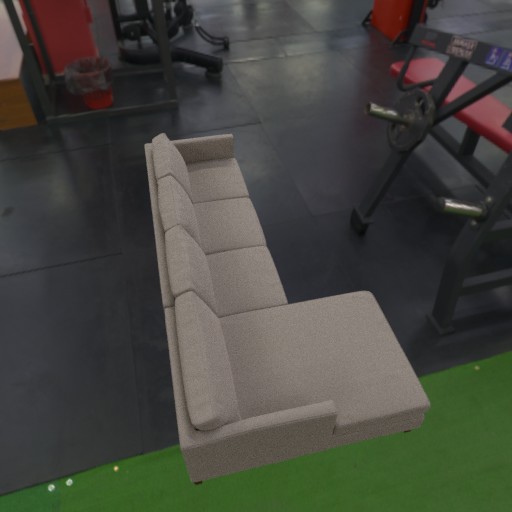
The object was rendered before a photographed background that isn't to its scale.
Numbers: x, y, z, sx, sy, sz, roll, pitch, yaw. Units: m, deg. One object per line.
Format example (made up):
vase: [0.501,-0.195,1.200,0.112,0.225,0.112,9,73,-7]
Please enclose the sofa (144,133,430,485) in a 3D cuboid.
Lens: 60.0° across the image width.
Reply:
sofa: [0.000,0.000,3.809,1.625,0.846,3.186,-10,47,-9]
